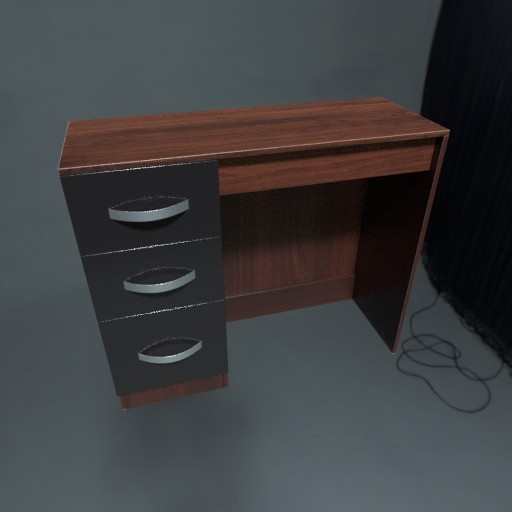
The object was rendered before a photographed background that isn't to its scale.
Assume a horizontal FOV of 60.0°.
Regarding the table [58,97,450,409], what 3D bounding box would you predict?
[{"bbox_3d":[0.000,0.000,1.353,0.930,0.790,0.380,-9,35,-13],"label":"table"}]
